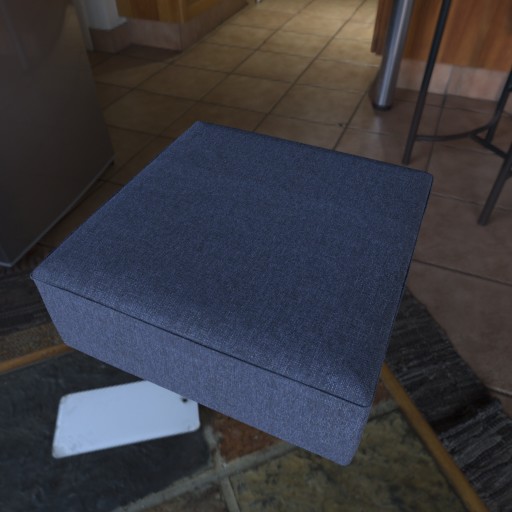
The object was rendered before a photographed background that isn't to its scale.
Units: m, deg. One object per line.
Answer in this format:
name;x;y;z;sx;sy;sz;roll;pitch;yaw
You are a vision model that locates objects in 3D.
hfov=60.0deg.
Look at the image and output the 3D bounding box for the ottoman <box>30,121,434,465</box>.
ottoman;0.000;0.000;1.567;1.023;0.423;1.017;18;48;17
